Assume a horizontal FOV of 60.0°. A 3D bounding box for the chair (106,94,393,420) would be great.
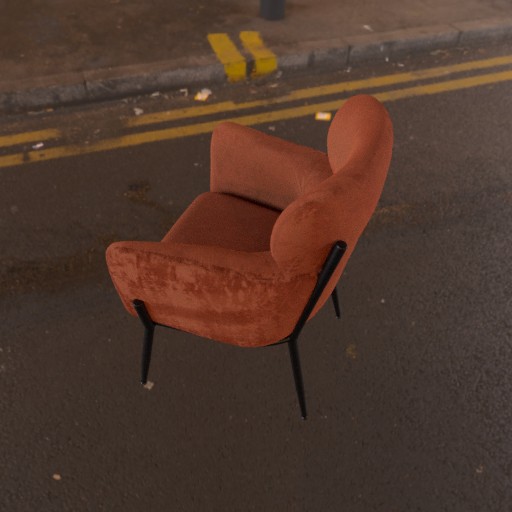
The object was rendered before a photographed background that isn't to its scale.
[{"bbox_3d":[0.000,0.000,1.122,0.523,0.772,0.561,16,49,15],"label":"chair"}]
